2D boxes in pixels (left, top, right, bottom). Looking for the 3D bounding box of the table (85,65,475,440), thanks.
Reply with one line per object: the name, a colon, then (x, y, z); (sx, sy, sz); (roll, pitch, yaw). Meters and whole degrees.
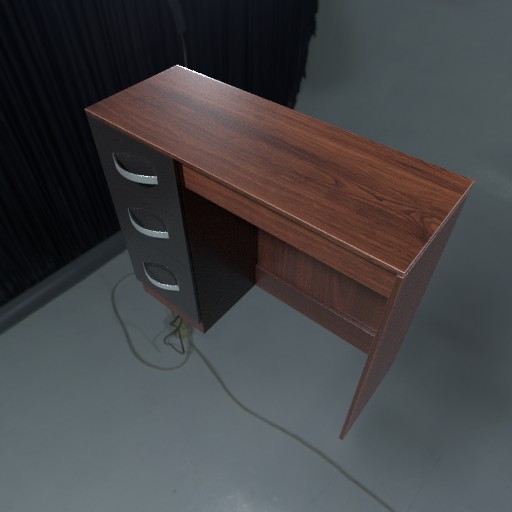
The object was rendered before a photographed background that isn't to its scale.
table: (0.000, 0.000, 1.358); (0.930, 0.790, 0.380); (30, 54, 25)
